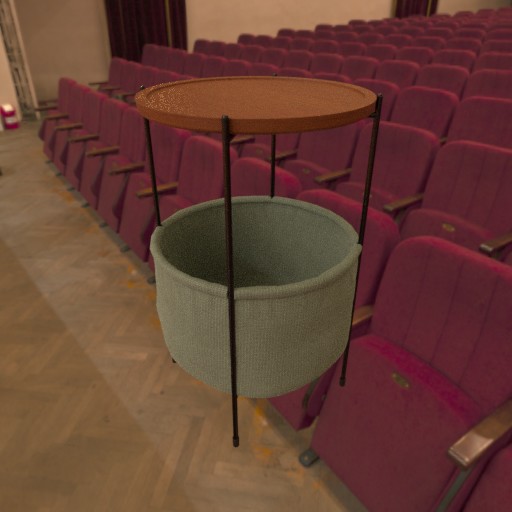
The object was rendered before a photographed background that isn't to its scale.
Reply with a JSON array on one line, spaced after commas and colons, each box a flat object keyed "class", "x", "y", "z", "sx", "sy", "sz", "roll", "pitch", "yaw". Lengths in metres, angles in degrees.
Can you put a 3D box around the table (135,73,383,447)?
[{"class": "table", "x": 0.000, "y": 0.000, "z": 0.877, "sx": 0.400, "sy": 0.623, "sz": 0.400, "roll": -18, "pitch": 34, "yaw": -29}]
